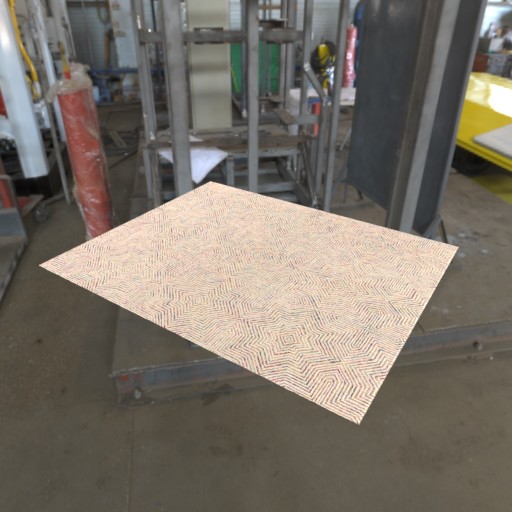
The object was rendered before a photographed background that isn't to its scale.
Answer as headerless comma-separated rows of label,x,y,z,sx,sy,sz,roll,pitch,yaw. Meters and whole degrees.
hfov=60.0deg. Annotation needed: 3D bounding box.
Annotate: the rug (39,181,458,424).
rug,0.000,0.000,4.113,3.046,0.008,2.442,19,36,29
